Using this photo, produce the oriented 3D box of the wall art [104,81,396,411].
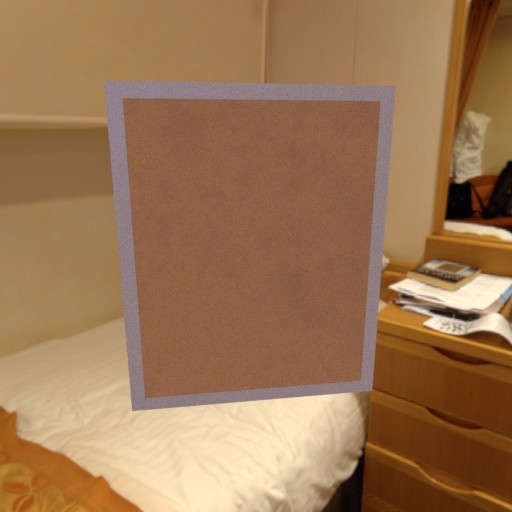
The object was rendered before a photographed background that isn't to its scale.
[{"bbox_3d":[0.000,0.000,1.115,0.661,0.811,0.026,-2,15,-8],"label":"wall art"}]
